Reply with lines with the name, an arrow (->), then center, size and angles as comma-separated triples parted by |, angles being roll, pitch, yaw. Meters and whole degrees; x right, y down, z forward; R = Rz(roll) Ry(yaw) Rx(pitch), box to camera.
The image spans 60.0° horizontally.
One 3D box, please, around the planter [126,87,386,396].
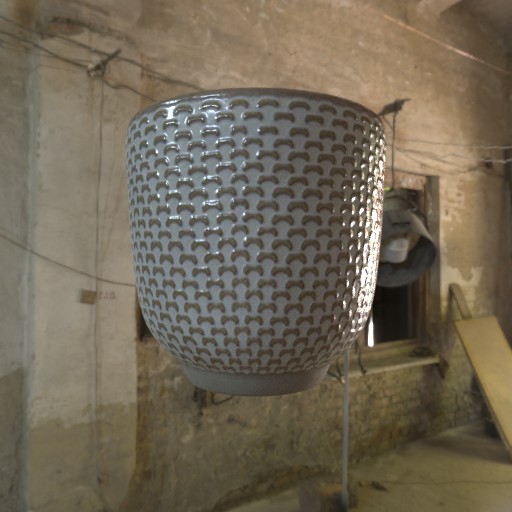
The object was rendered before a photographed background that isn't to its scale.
planter -> 0.000, 0.000, 0.347 | 0.197, 0.191, 0.197 | 0, -1, 0
